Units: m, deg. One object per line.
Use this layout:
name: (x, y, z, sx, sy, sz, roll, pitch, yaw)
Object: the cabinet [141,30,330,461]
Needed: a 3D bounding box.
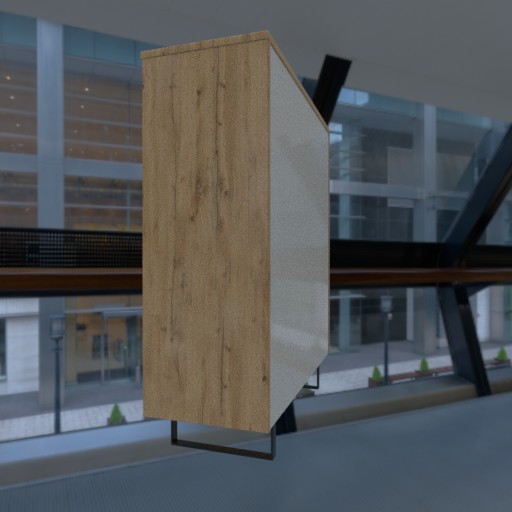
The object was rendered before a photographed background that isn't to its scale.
cabinet: (0.000, 0.000, 1.995, 0.473, 1.397, 1.168, 0, 1, 19)
